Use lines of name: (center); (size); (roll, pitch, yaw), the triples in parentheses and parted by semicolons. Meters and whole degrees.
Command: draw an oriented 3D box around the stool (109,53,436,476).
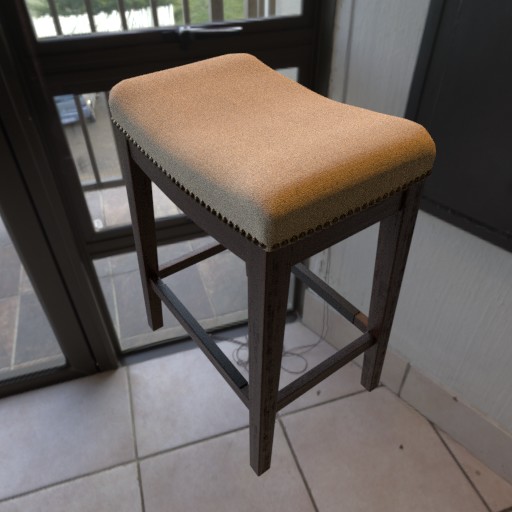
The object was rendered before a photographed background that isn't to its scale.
stool: (0.000, 0.000, 0.932); (0.363, 0.669, 0.509); (-26, 47, -27)
